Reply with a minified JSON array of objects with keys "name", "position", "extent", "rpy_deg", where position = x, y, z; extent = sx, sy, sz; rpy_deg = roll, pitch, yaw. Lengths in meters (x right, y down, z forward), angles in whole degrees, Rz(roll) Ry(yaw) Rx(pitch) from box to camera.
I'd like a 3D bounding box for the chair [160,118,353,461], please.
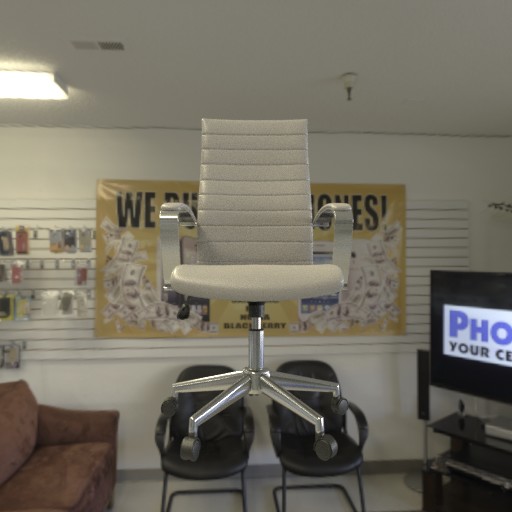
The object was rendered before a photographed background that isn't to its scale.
[{"name":"chair","position":[0.000,0.000,1.552],"extent":[0.679,1.149,0.667],"rpy_deg":[0,0,-1]}]
